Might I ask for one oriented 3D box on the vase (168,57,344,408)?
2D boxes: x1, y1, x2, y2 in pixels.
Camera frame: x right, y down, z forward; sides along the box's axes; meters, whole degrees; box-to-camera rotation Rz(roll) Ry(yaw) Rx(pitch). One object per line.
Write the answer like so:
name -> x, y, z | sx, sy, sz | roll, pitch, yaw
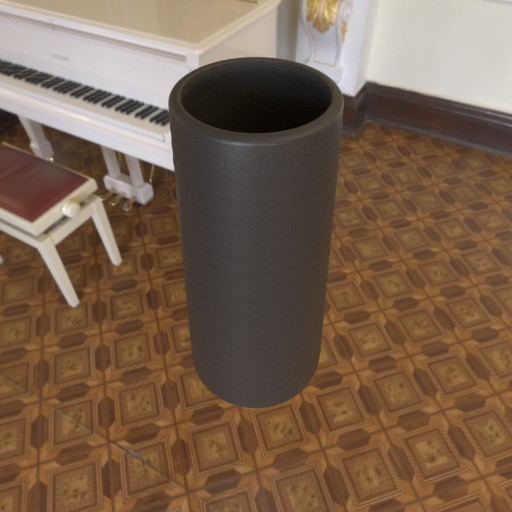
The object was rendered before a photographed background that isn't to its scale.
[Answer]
vase -> 0.000, 0.000, 0.372 | 0.136, 0.289, 0.136 | 33, 55, 27
